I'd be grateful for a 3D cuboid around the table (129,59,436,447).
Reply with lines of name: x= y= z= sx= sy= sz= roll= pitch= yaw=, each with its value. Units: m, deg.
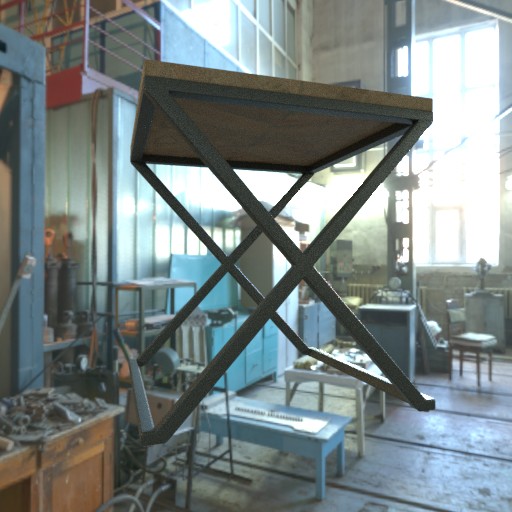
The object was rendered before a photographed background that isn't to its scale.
table: x=0.000 y=0.000 z=0.934 sx=0.498 sy=0.550 sz=0.499 roll=0 pitch=-1 yaw=-18
